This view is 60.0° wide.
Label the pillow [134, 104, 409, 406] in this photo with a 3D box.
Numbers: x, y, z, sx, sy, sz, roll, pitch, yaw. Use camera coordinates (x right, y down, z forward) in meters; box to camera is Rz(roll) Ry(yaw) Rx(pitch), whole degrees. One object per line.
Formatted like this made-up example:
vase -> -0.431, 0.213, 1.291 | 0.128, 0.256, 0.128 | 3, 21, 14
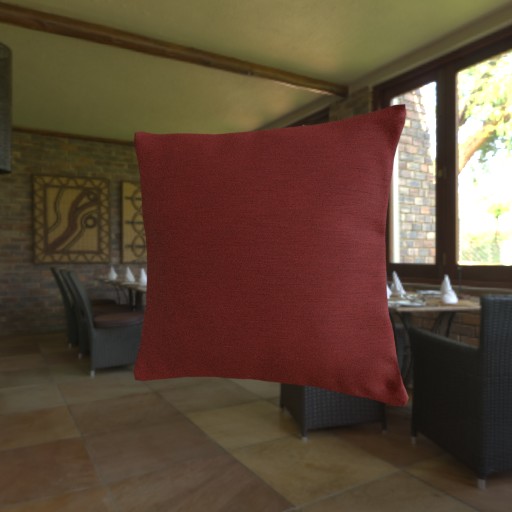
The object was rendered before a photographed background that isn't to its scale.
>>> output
pillow -> 0.000, 0.000, 0.668 | 0.435, 0.416, 0.151 | 0, 0, 18
